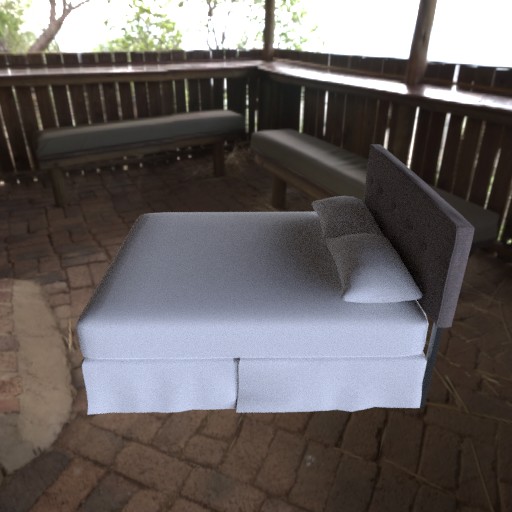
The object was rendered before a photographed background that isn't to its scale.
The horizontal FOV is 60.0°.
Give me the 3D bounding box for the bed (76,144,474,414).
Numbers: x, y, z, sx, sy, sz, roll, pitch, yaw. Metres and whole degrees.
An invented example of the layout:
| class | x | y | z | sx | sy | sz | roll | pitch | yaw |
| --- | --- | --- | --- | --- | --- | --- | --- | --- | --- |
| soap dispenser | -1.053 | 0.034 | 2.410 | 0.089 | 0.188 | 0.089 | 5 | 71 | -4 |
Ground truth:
| class | x | y | z | sx | sy | sz | roll | pitch | yaw |
| --- | --- | --- | --- | --- | --- | --- | --- | --- | --- |
| bed | 0.000 | 0.000 | 2.853 | 1.894 | 1.089 | 1.610 | 0 | 27 | -1 |
